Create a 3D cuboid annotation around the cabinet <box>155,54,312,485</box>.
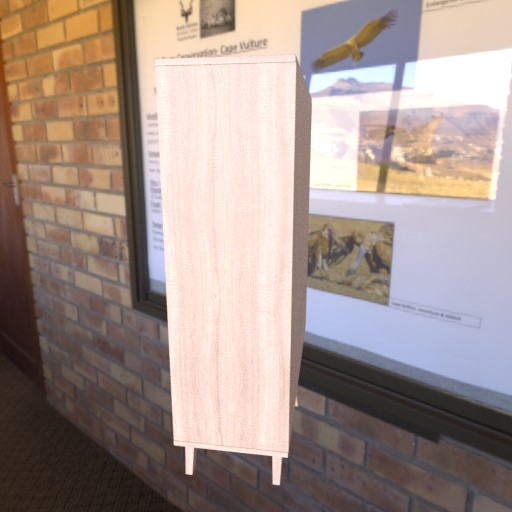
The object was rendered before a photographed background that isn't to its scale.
[{"bbox_3d":[0.000,0.000,1.908,0.398,1.388,1.111,2,14,9],"label":"cabinet"}]
